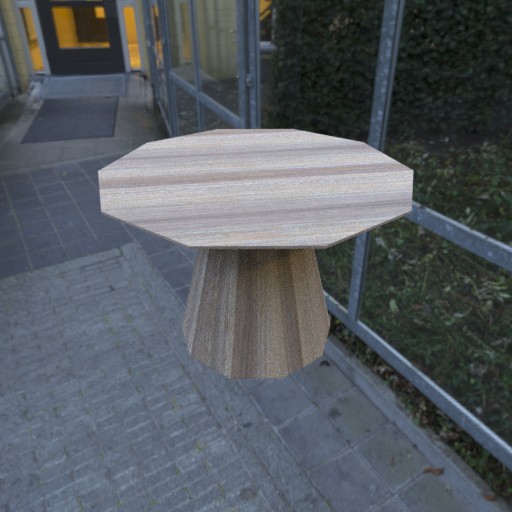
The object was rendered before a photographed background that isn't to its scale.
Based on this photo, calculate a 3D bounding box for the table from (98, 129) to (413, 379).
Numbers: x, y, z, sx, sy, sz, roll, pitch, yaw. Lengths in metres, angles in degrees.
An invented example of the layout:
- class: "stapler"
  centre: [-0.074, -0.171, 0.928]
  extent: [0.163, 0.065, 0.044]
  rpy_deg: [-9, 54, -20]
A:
- class: "table"
  centre: [0.000, 0.000, 1.864]
  extent: [1.186, 0.752, 1.186]
  rpy_deg: [0, 31, 0]
